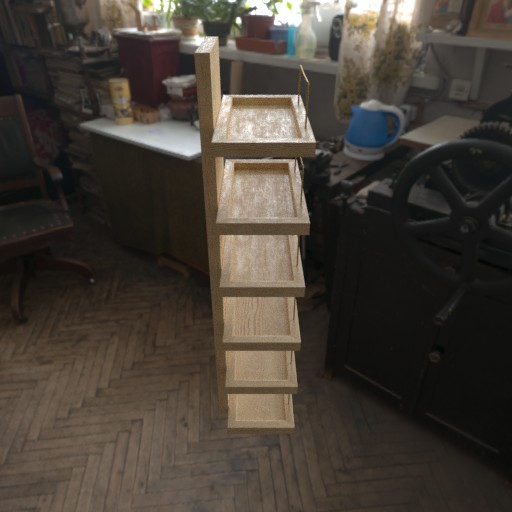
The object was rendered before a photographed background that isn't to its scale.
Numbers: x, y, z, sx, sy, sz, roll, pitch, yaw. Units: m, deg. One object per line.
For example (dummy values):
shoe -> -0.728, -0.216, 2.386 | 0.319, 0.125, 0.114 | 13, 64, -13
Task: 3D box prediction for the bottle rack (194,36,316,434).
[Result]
bottle rack -> 0.000, 0.000, 1.083 | 0.206, 0.943, 0.330 | 0, 33, 0
